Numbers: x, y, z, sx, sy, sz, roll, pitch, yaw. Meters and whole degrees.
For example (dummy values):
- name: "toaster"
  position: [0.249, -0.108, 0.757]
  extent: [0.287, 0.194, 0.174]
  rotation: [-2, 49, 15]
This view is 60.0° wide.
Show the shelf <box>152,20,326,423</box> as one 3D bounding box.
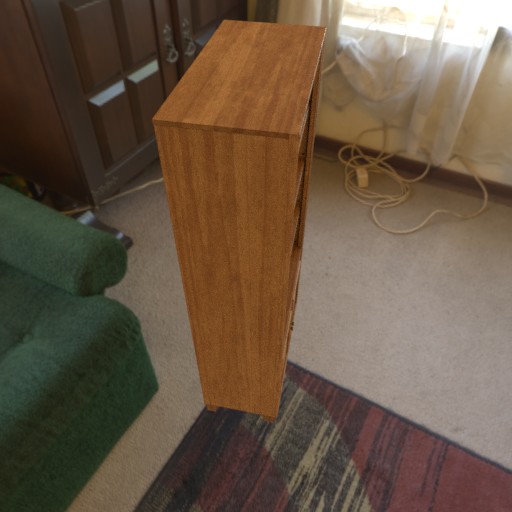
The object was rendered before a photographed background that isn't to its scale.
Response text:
- name: "shelf"
  position: [0.000, 0.000, 2.257]
  extent: [0.453, 1.930, 0.864]
  rotation: [8, 46, 8]
